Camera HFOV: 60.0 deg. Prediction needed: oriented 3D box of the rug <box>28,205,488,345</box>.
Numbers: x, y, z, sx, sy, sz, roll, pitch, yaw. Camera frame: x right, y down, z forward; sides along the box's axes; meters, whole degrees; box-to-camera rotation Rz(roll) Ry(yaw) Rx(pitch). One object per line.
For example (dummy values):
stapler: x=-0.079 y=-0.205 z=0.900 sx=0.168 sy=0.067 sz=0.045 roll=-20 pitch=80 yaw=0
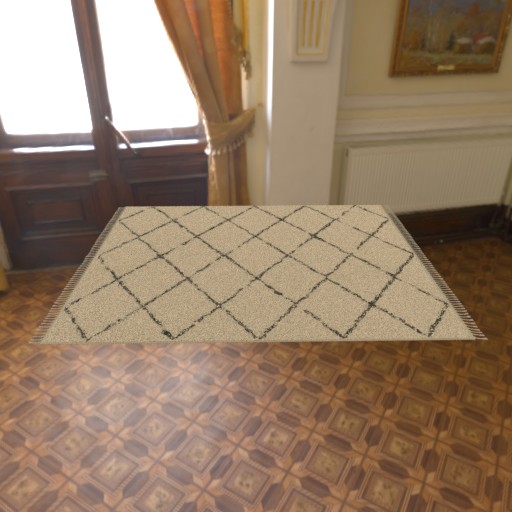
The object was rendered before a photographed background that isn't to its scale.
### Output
rug: x=0.000 y=0.000 z=3.975 sx=3.051 sy=0.013 sz=2.380 roll=0 pitch=29 yaw=-1
